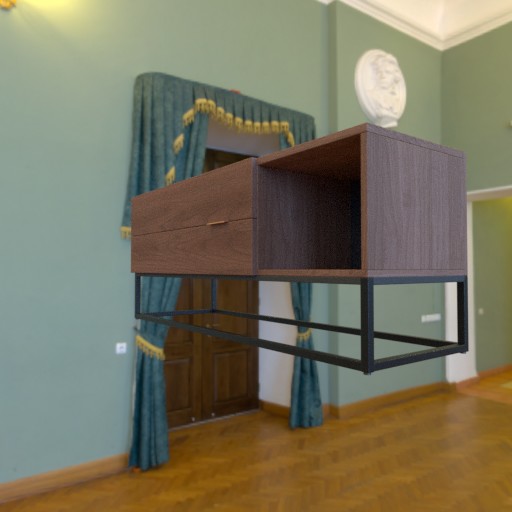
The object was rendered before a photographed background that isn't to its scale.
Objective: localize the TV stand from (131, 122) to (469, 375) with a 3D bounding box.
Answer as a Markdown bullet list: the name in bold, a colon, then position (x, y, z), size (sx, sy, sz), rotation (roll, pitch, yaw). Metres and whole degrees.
- **TV stand**: position (0.000, 0.000, 1.456), size (0.415, 0.500, 1.200), rotation (1, -2, -37)
